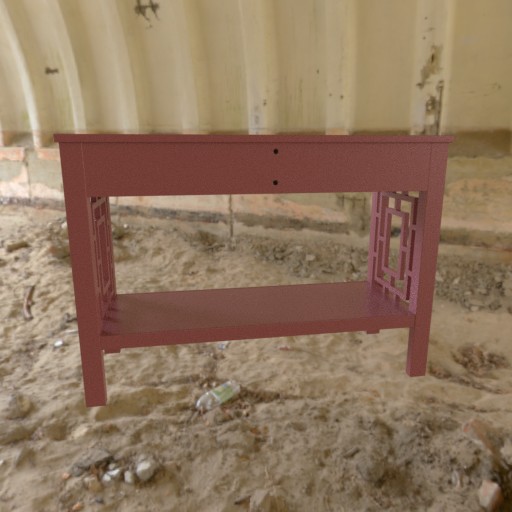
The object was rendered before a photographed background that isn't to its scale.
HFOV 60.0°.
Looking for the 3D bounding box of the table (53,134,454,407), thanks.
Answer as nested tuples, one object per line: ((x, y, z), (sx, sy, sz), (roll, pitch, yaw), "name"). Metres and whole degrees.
((0.000, 0.000, 1.443), (1.068, 0.753, 0.397), (-2, 14, -10), "table")
